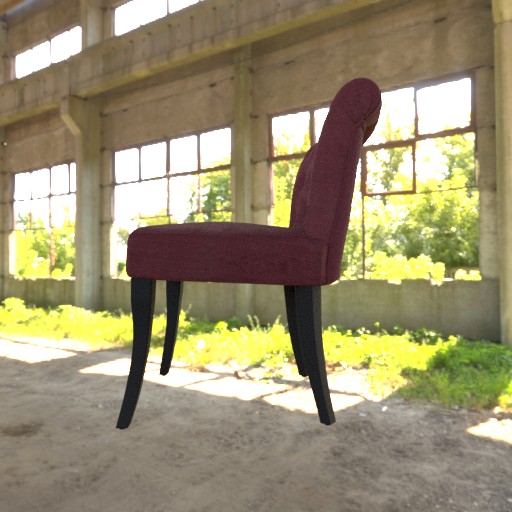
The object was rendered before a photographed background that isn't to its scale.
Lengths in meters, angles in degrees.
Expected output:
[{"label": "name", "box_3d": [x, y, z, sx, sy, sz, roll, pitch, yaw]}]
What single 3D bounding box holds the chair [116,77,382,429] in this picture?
[{"label": "chair", "box_3d": [0.000, 0.000, 1.195, 0.605, 0.750, 0.582, 0, -2, -1]}]
